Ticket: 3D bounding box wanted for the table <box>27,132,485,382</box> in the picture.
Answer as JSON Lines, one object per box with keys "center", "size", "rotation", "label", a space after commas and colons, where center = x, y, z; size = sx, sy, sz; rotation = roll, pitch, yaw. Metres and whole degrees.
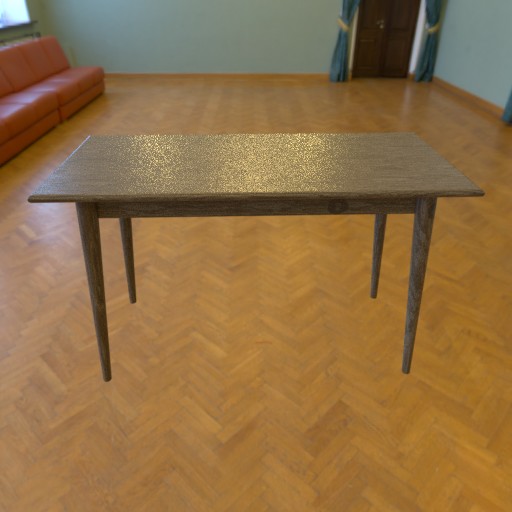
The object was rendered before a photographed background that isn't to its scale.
{"center": [0.000, 0.000, 1.712], "size": [1.300, 0.780, 0.599], "rotation": [-1, 31, -2], "label": "table"}
